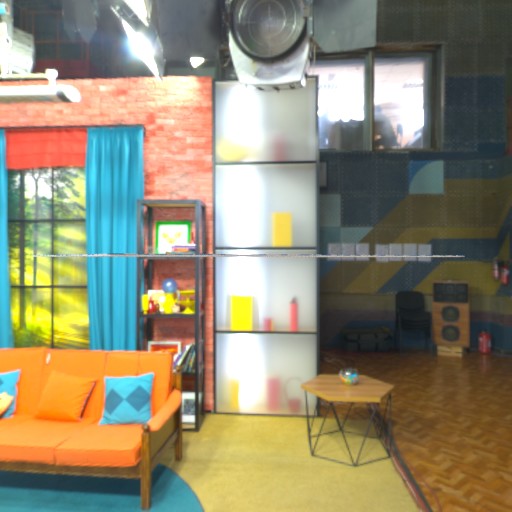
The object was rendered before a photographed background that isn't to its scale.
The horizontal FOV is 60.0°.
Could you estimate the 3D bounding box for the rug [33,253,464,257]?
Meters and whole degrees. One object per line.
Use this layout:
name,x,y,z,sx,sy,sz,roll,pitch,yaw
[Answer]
rug,0.000,0.000,2.948,2.447,0.011,1.520,0,0,-36
